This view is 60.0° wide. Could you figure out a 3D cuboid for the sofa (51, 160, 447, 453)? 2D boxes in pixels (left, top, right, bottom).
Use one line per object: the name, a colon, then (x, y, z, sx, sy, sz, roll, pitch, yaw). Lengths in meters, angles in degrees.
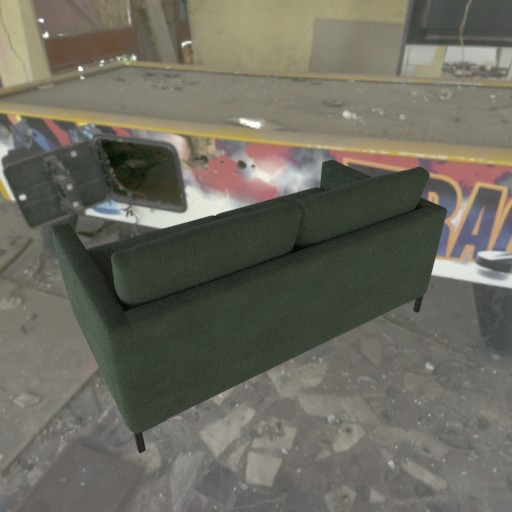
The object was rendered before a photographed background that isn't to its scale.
sofa: (0.000, 0.000, 2.164, 1.676, 0.817, 0.875, -19, 36, -28)
